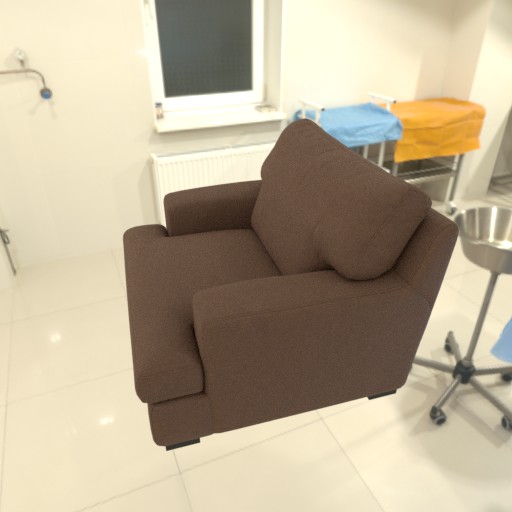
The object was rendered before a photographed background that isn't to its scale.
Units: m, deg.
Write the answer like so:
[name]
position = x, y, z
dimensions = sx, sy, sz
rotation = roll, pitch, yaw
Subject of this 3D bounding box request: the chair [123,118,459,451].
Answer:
[chair]
position = 0.000, 0.000, 1.972
dimensions = 1.143, 0.940, 1.168
rotation = -9, 32, -14
